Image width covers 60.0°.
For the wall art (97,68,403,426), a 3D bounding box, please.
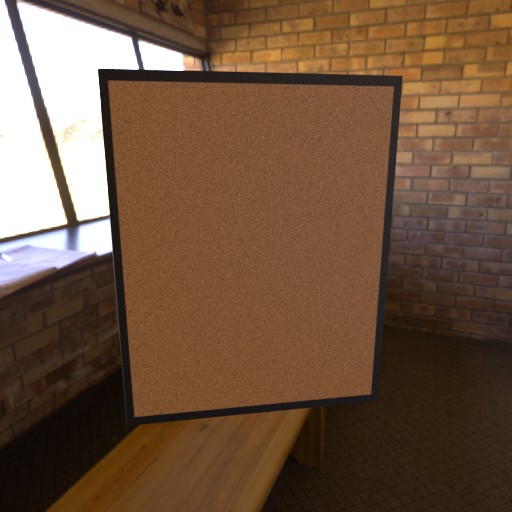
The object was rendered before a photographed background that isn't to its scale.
[{"bbox_3d":[0.000,0.000,0.482,0.294,0.369,0.030,-2,15,-9],"label":"wall art"}]
